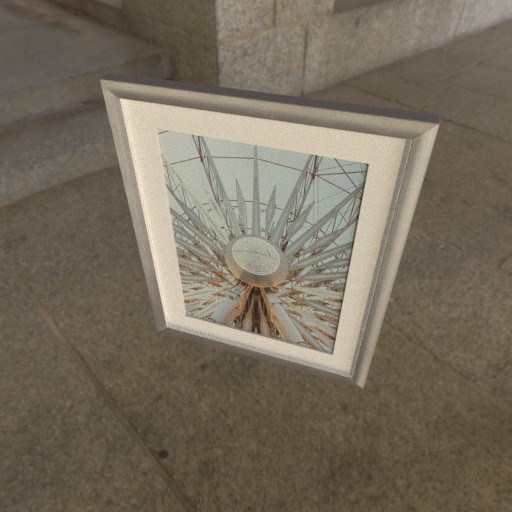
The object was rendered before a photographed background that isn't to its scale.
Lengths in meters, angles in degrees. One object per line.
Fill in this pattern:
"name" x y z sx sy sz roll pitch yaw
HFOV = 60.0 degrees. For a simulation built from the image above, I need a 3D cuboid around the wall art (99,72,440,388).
"wall art" 0.000 0.000 0.762 0.458 0.558 0.029 12 43 14
